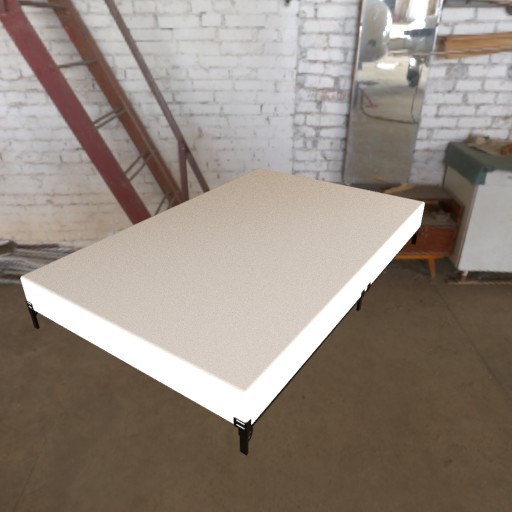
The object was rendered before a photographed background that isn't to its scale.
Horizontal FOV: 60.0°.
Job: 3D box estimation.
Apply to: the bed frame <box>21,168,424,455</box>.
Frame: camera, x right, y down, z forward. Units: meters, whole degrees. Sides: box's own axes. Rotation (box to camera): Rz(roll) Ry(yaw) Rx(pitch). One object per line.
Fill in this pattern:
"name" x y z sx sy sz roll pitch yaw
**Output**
"bed frame" 0.000 0.000 3.761 1.930 0.440 2.987 18 33 30
